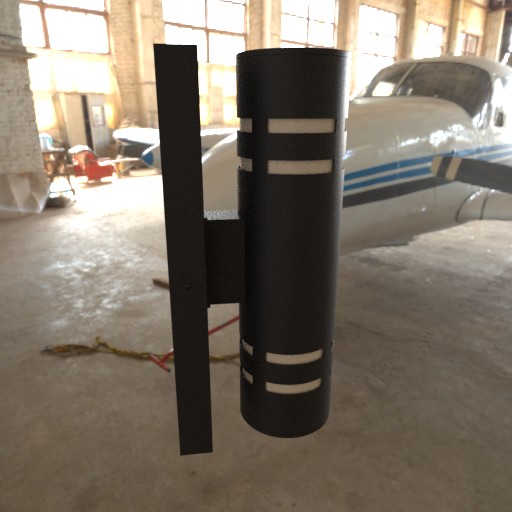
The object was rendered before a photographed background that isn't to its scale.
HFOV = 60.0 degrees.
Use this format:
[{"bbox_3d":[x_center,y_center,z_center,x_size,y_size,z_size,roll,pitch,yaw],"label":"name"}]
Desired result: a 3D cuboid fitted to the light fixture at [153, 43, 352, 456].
[{"bbox_3d":[0.000,0.000,0.397,0.149,0.330,0.105,-3,18,-8],"label":"light fixture"}]
